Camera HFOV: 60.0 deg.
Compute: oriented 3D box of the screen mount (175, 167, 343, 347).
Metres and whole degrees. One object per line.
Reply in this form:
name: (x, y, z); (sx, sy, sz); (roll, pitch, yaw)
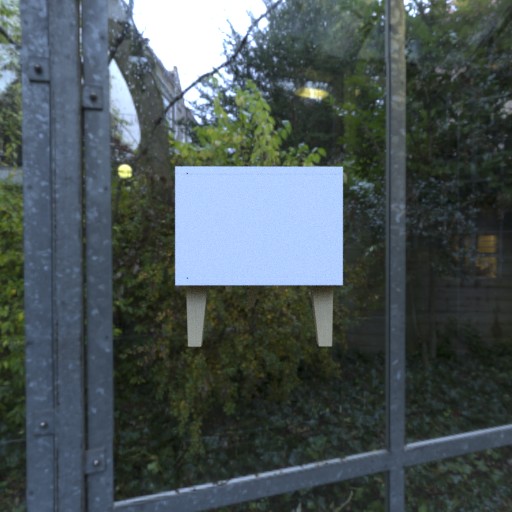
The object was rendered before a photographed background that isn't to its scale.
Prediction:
screen mount: (0.000, 0.000, 1.877); (0.399, 0.432, 1.644); (0, 0, -1)
